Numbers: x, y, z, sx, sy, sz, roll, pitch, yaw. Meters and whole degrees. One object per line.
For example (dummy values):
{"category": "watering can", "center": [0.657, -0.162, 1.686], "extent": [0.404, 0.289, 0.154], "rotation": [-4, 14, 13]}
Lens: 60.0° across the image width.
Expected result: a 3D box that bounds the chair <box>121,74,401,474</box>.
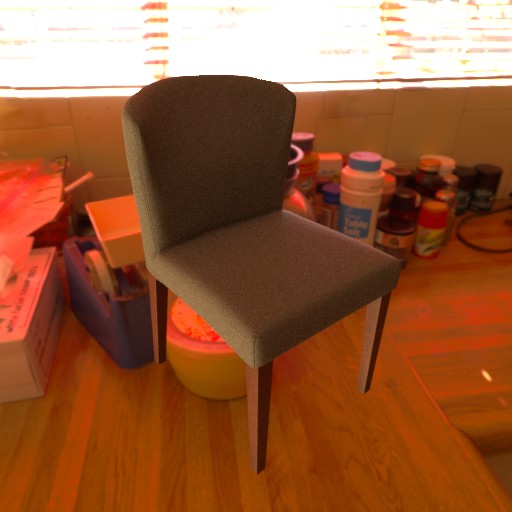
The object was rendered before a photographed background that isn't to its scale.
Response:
{"category": "chair", "center": [0.000, 0.000, 1.174], "extent": [0.491, 0.839, 0.592], "rotation": [-22, 37, -33]}
